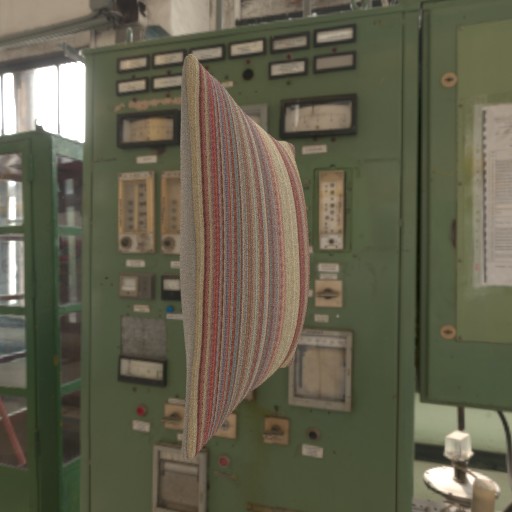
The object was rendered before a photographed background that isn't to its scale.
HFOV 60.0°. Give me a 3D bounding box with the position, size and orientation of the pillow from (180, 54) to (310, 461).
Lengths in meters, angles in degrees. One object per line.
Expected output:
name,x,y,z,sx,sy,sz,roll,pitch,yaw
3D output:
pillow,0.000,0.000,0.650,0.136,0.419,0.437,0,1,19
